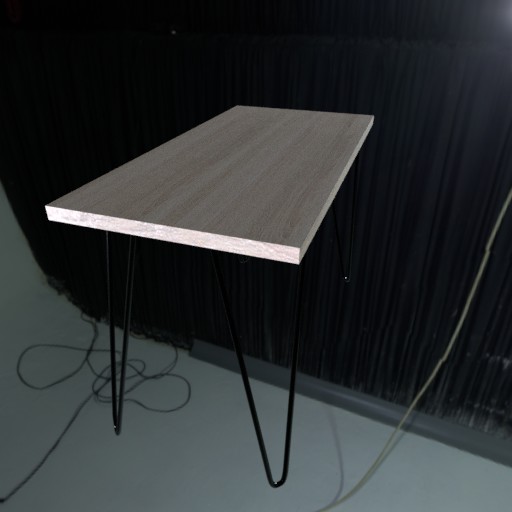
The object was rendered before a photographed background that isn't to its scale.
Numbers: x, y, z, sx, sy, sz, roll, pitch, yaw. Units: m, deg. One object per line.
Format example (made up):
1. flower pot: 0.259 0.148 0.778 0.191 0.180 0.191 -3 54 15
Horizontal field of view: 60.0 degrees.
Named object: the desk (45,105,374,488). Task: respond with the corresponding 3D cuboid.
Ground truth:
1. desk: 0.000 0.000 1.339 0.499 0.660 0.991 10 31 17
